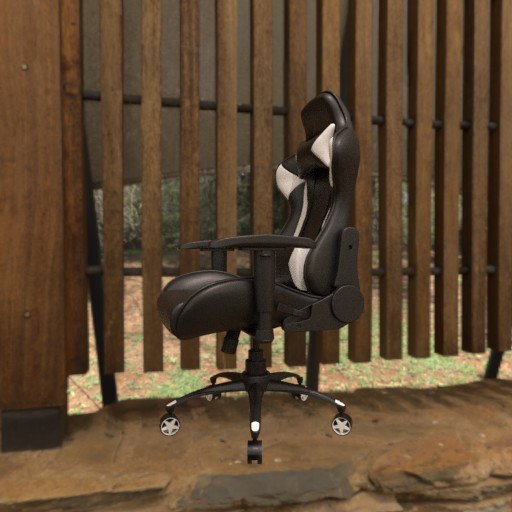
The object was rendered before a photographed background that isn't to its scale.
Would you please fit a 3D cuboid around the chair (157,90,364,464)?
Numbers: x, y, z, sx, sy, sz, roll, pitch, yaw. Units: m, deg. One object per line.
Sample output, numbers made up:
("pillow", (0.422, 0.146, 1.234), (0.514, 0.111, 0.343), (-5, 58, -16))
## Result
("chair", (0.000, 0.000, 1.699), (0.695, 1.285, 0.730), (0, 1, -18))
